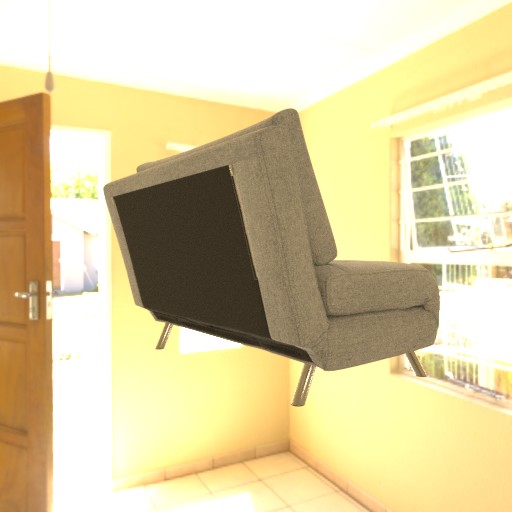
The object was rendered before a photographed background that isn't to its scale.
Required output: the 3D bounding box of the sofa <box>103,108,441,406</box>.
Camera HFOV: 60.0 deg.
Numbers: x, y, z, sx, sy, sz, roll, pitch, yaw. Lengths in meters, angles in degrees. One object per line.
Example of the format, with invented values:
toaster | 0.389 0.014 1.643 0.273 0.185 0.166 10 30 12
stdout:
sofa | 0.000 0.000 1.896 0.910 0.910 1.220 -1 1 -37
